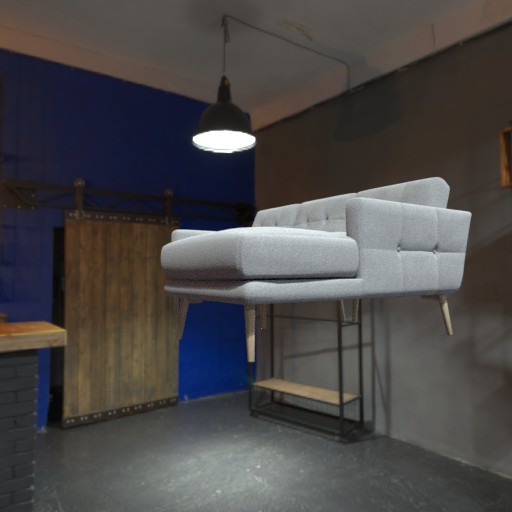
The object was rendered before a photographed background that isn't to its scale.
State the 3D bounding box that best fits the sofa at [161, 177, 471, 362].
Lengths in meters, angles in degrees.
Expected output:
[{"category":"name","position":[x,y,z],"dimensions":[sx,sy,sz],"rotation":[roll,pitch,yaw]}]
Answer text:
[{"category":"sofa","position":[0.000,0.000,2.808],"dimensions":[1.530,0.860,2.040],"rotation":[1,-2,-35]}]
